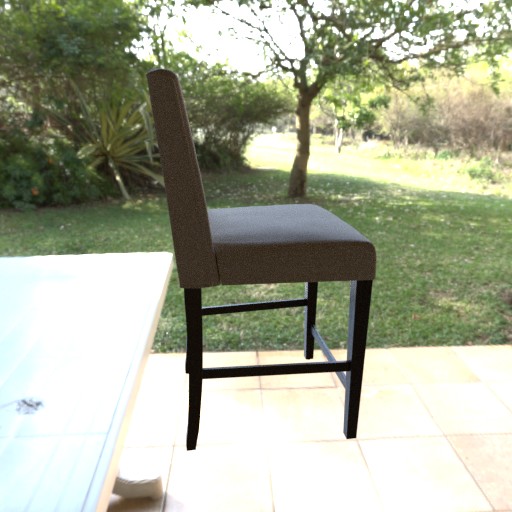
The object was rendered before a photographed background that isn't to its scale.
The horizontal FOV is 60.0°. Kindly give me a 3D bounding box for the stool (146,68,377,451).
[{"bbox_3d":[0.000,0.000,1.244,0.509,0.939,0.474,-3,18,-9],"label":"stool"}]
